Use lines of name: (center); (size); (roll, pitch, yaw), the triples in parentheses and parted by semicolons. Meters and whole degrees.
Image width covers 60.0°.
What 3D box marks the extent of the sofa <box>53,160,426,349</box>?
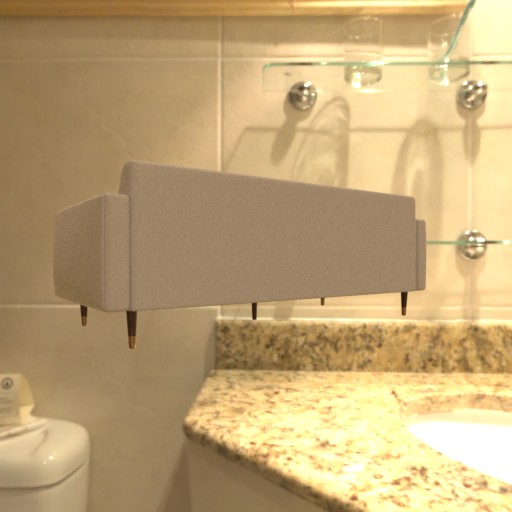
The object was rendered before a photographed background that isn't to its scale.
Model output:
sofa: (0.000, 0.000, 2.838); (2.291, 0.821, 0.990); (0, 0, -35)
